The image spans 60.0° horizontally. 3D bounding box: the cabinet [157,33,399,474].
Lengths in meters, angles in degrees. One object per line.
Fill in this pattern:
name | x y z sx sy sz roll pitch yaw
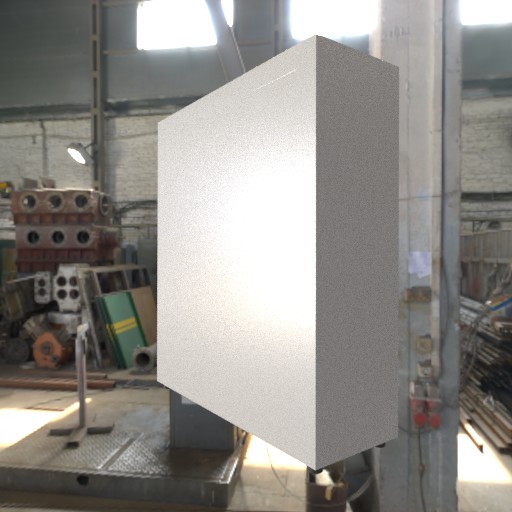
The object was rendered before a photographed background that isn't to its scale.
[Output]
cabinet | 0.000 0.000 1.641 0.348 1.150 0.990 0 1 -36
